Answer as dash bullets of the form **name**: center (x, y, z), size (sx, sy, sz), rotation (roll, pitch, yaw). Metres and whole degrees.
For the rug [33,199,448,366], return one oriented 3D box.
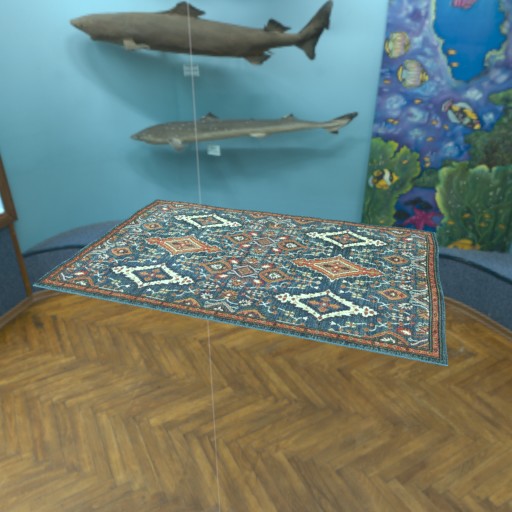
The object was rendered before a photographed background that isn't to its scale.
- **rug**: center (0.000, 0.000, 2.343), size (1.847, 0.014, 1.195), rotation (8, 29, 15)
